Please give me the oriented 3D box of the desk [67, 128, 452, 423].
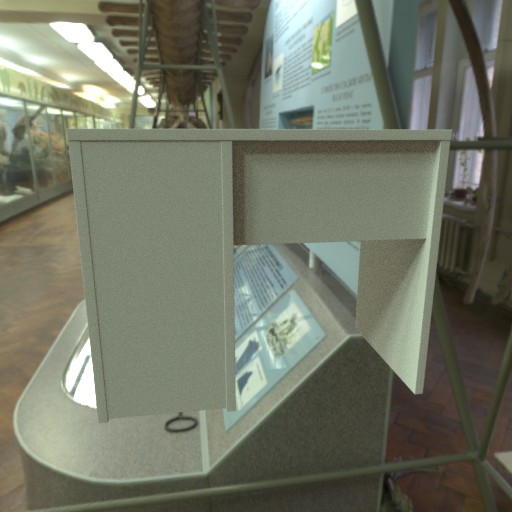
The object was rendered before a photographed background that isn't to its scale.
[{"bbox_3d":[0.000,0.000,1.342,0.898,0.730,0.482,-2,15,-9],"label":"desk"}]
